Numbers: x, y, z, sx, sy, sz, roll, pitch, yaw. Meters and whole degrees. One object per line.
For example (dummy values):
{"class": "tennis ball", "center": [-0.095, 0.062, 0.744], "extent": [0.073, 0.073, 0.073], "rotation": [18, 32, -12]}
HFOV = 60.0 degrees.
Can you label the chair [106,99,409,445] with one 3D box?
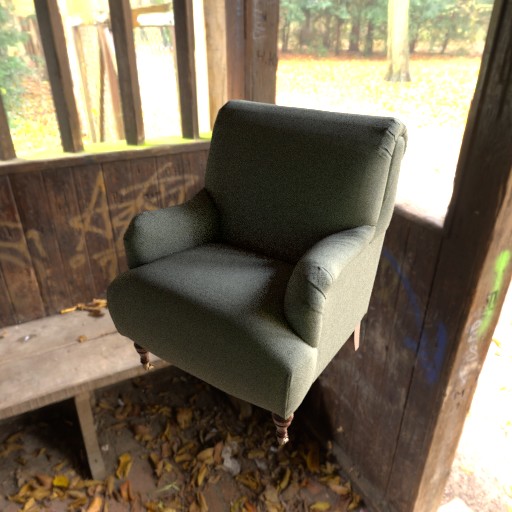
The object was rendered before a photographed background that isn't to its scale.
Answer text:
{"class": "chair", "center": [0.000, 0.000, 2.003], "extent": [0.964, 1.178, 1.060], "rotation": [18, 33, 29]}
